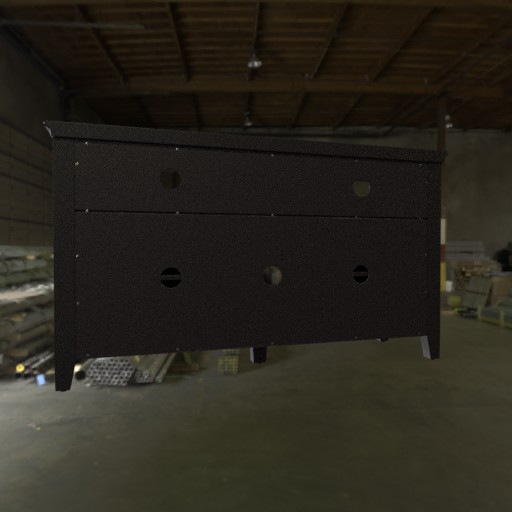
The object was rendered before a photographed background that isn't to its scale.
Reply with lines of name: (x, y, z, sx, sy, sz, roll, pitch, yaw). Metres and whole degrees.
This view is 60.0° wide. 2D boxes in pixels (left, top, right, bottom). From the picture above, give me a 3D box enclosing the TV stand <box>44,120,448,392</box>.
TV stand: (0.000, 0.000, 1.437, 1.198, 0.681, 0.347, 0, 1, -17)
